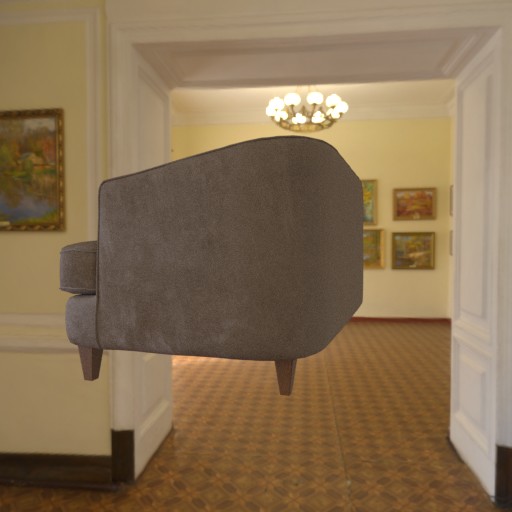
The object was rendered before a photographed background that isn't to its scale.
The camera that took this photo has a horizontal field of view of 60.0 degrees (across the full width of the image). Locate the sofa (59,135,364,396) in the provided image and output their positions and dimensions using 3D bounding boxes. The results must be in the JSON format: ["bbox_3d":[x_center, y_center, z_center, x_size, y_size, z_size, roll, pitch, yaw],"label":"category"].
[{"bbox_3d":[0.000,0.000,2.217,0.941,0.855,1.733,1,2,19],"label":"sofa"}]
